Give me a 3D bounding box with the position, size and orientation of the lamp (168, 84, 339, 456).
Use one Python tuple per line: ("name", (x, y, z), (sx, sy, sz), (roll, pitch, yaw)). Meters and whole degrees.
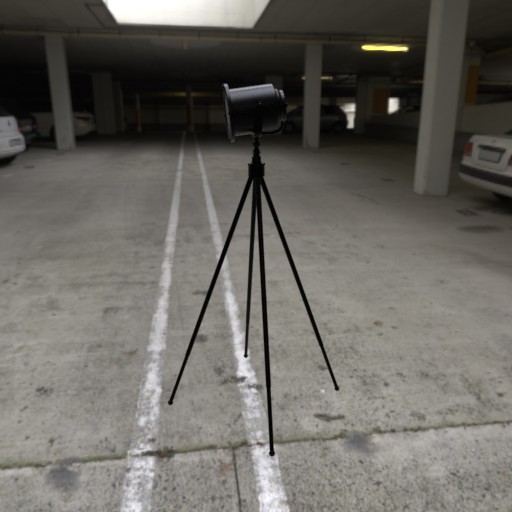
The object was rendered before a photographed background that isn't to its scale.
("lamp", (0.000, 0.000, 2.064), (0.884, 1.504, 0.879), (-2, 16, -8))
